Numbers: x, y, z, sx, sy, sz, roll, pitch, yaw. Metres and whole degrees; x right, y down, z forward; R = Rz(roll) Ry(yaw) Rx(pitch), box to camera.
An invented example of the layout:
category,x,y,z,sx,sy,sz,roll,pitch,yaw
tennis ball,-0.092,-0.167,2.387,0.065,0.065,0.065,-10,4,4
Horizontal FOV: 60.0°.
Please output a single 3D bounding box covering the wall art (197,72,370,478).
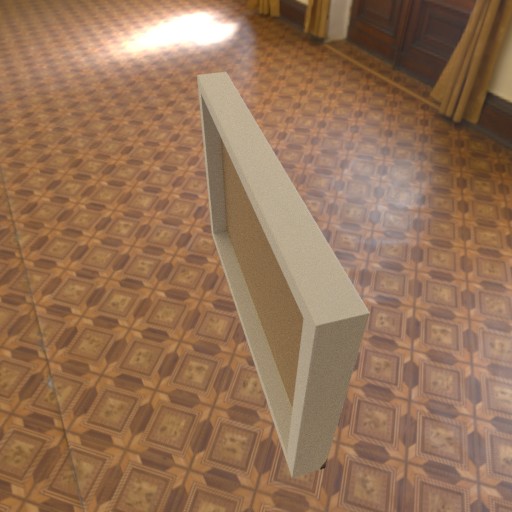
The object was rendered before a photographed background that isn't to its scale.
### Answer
category,x,y,z,sx,sy,sz,roll,pitch,yaw
wall art,0.000,0.000,0.491,0.039,0.254,0.384,-11,46,-11
